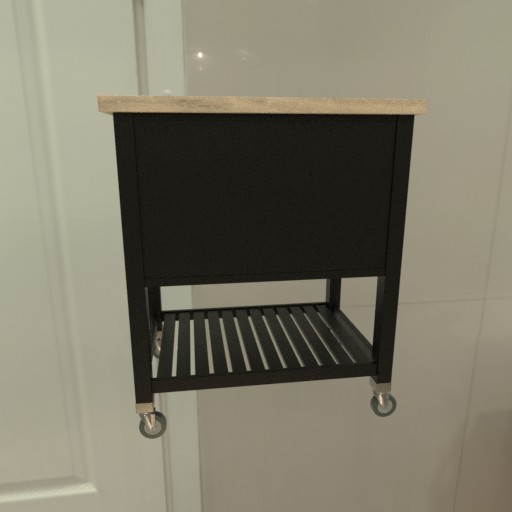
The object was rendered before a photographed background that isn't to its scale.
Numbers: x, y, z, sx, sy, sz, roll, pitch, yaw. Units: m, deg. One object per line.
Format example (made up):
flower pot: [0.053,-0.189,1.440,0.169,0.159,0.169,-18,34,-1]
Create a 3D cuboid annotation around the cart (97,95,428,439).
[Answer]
cart: [0.000,0.000,1.429,0.797,0.920,0.567,-2,15,-8]
